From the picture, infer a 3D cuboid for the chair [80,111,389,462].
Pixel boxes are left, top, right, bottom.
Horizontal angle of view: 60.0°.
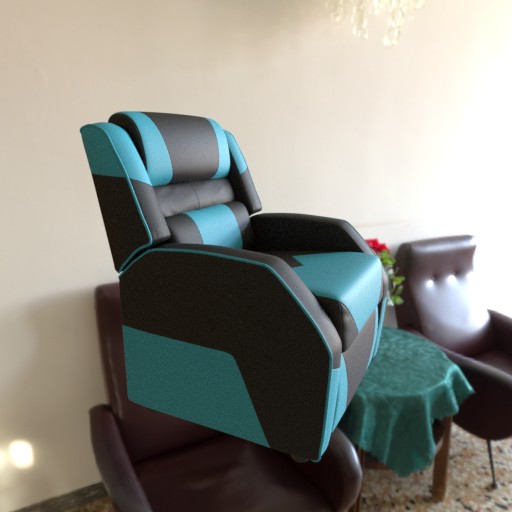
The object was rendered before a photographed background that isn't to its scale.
[{"bbox_3d":[0.000,0.000,1.288,0.672,0.805,0.620,7,16,26],"label":"chair"}]
